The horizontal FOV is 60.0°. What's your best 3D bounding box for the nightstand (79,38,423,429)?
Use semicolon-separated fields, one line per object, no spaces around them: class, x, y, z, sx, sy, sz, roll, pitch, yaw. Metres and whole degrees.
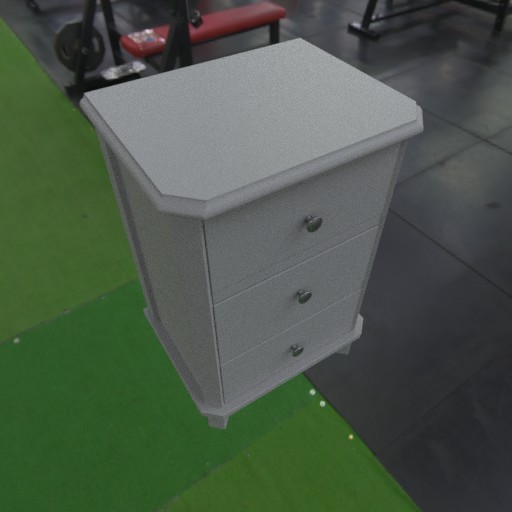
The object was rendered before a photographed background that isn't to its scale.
nightstand;0.000;0.000;0.928;0.450;0.680;0.350;-25;51;-22
